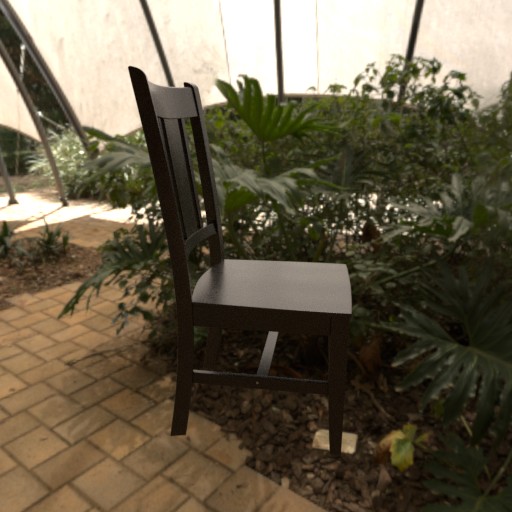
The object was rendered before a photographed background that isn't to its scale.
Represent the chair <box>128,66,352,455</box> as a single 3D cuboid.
[{"bbox_3d":[0.000,0.000,1.308,0.555,0.998,0.450,3,17,9],"label":"chair"}]
